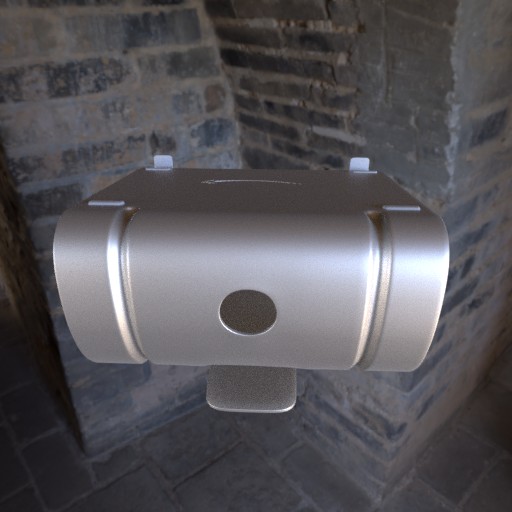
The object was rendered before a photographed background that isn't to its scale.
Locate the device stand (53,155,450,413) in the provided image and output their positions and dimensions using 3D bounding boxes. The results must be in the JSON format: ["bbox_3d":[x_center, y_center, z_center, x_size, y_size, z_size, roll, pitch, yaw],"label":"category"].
[{"bbox_3d":[0.000,0.000,0.391,0.256,0.155,0.236,1,29,2],"label":"device stand"}]
